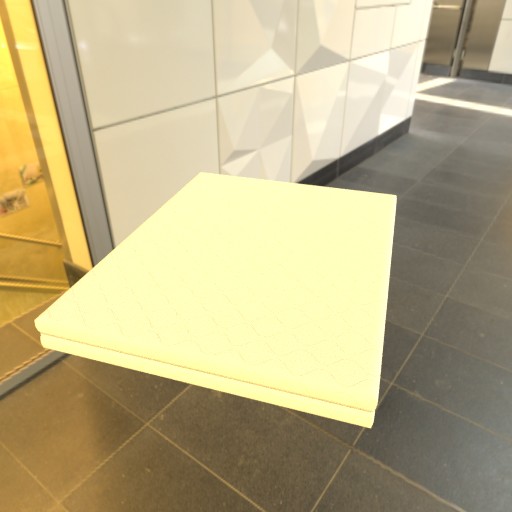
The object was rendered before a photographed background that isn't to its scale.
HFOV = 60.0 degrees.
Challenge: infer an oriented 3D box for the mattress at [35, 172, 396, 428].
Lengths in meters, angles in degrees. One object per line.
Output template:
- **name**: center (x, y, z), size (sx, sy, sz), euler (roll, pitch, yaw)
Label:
- **mattress**: center (0.000, 0.000, 2.758), size (1.600, 0.200, 2.000), euler (9, 33, 14)
